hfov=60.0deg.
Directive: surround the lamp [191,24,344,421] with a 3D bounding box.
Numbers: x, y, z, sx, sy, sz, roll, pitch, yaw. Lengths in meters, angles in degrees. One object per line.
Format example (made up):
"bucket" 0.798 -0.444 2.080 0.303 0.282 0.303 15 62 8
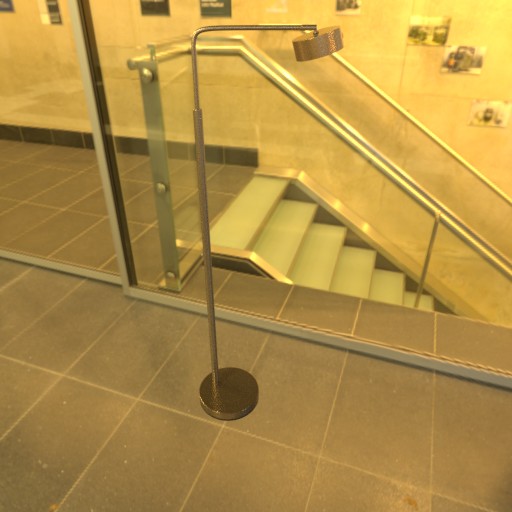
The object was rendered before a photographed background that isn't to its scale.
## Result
"lamp" 0.000 0.000 1.330 0.418 1.230 0.219 0 32 0
